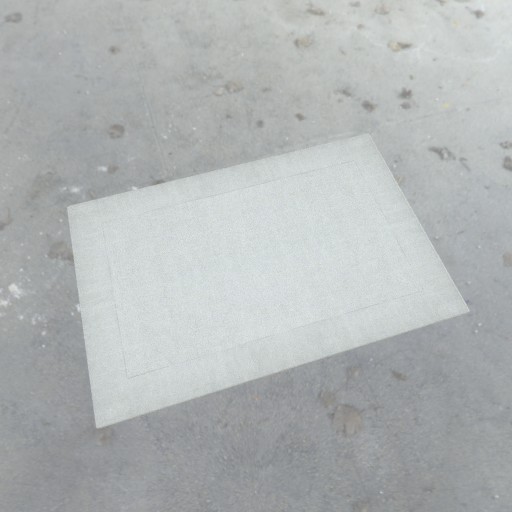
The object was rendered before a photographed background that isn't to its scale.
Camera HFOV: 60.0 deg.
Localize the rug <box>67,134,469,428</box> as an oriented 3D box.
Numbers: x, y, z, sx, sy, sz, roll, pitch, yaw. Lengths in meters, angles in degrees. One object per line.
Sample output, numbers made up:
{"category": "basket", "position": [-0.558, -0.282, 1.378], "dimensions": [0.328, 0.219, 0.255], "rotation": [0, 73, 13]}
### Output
{"category": "rug", "position": [0.000, 0.000, 2.326], "dimensions": [1.829, 0.013, 1.219], "rotation": [-15, 63, -8]}
